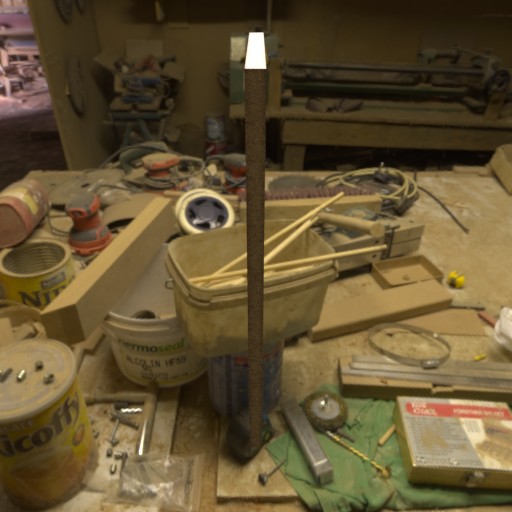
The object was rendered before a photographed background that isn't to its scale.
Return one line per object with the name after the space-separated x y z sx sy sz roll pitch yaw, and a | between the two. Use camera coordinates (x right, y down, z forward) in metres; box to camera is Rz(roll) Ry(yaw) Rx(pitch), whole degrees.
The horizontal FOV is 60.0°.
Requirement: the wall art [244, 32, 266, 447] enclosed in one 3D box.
0.000 0.000 1.695 0.051 1.461 0.648 0 33 0 | wall art
